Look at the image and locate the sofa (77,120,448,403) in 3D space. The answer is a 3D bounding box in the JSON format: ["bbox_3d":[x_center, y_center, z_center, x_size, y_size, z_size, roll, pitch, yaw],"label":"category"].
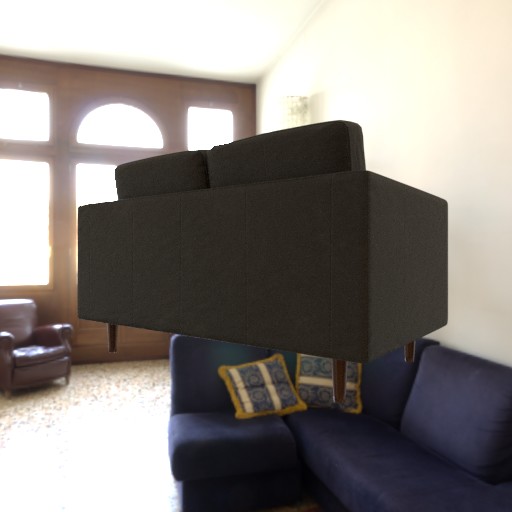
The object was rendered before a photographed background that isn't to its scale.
[{"bbox_3d":[0.000,0.000,1.979,1.430,0.899,0.879,0,0,37],"label":"sofa"}]
